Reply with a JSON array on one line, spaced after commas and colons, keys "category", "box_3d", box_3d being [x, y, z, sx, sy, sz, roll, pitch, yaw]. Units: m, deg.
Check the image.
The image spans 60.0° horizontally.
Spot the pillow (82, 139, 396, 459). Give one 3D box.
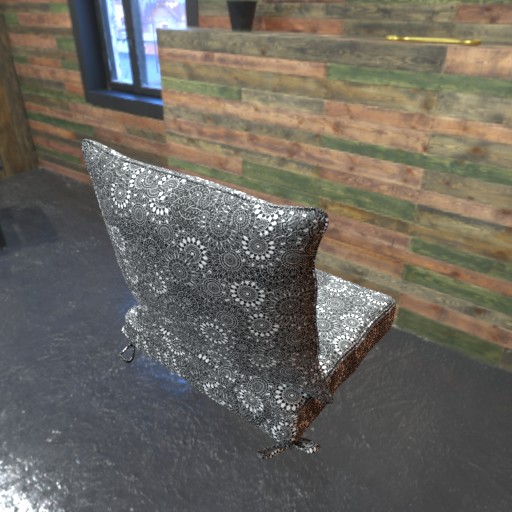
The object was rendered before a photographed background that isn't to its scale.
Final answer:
[{"category": "pillow", "box_3d": [0.000, 0.000, 1.362, 0.798, 0.722, 0.740, 22, 36, 33]}]
